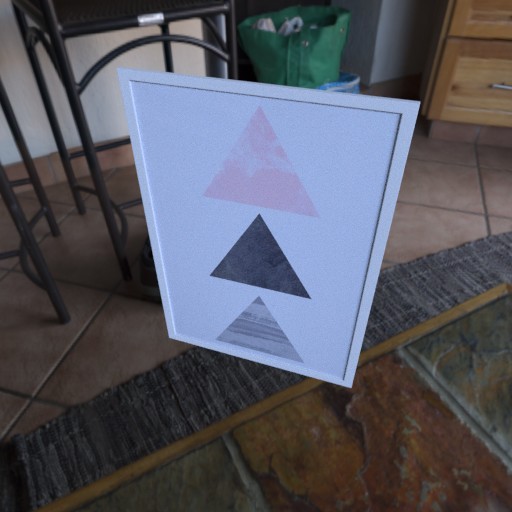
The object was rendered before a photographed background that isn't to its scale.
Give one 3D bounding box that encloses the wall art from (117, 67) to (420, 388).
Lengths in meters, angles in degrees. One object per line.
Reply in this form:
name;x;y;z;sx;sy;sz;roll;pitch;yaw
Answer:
wall art;0.000;0.000;1.227;0.659;0.940;0.013;12;42;14
